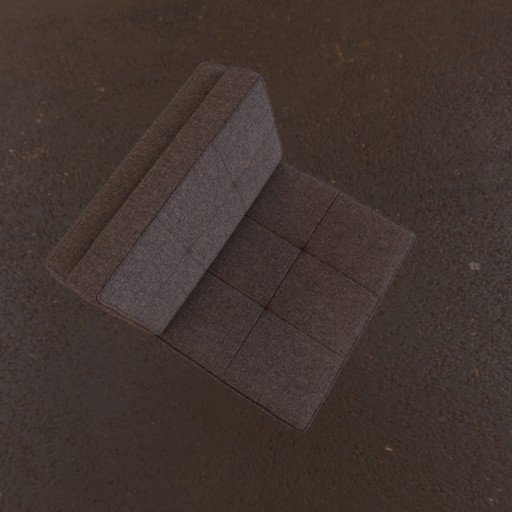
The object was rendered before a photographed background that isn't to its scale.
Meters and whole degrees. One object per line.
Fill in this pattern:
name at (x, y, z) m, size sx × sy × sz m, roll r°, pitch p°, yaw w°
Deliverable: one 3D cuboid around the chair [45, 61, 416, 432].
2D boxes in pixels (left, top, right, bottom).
chair at (0.000, 0.000, 1.336) m, size 0.800 × 0.615 × 0.740 m, roll 32°, pitch 77°, yaw 8°
